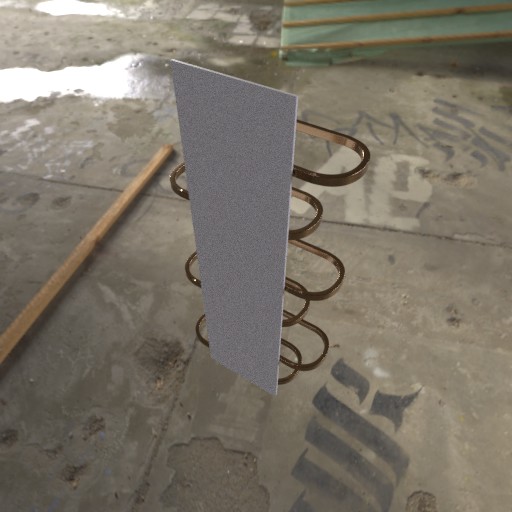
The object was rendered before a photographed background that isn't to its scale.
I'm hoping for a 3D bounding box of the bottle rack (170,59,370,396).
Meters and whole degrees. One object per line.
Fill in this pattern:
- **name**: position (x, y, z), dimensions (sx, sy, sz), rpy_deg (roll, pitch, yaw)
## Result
- **bottle rack**: position (0.000, 0.000, 0.812), dimensions (0.332, 0.709, 0.118), rpy_deg (25, 51, 22)
